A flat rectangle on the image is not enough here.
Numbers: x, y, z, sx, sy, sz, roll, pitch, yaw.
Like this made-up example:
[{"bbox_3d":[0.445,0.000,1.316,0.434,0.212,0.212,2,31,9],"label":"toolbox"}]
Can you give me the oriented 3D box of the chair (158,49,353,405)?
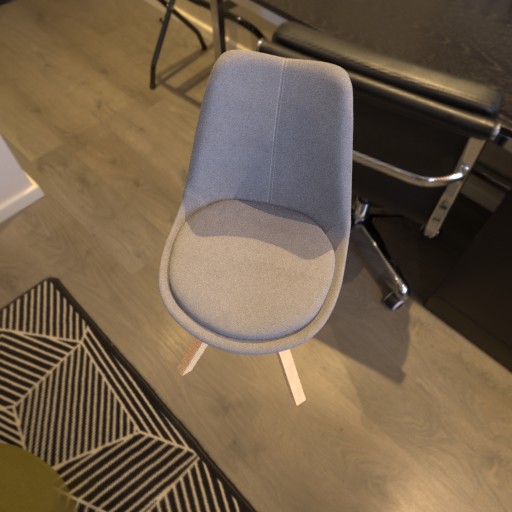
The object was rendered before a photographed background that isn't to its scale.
[{"bbox_3d":[0.000,0.000,1.213,0.474,0.863,0.549,12,58,8],"label":"chair"}]
